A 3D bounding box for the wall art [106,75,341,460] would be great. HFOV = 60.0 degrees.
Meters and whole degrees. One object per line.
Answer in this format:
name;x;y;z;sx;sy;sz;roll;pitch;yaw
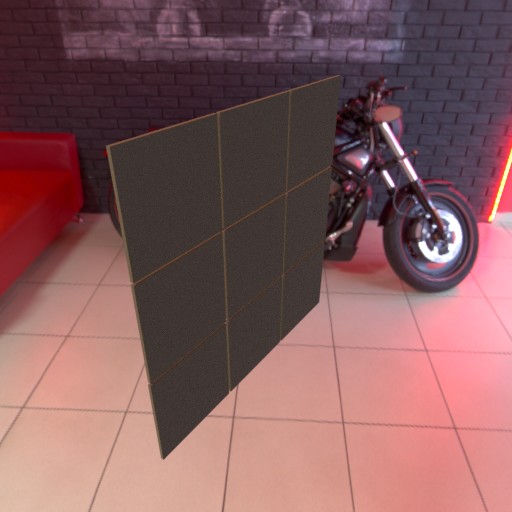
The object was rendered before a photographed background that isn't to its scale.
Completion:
wall art;0.000;0.000;2.251;0.017;1.521;1.527;21;37;30
